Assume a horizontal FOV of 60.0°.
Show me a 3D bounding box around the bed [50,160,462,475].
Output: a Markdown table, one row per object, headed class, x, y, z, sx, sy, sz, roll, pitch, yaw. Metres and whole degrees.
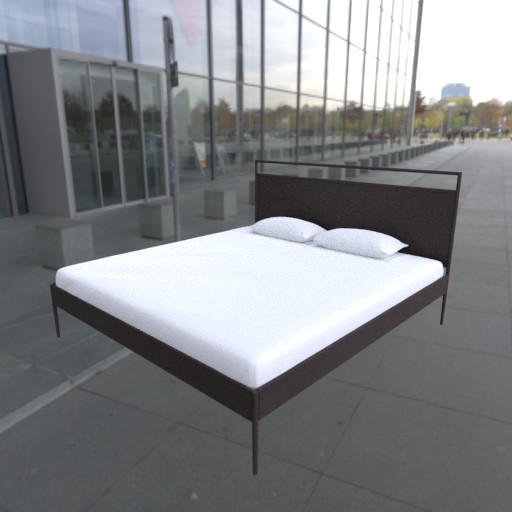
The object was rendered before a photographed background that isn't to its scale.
| class | x | y | z | sx | sy | sz | roll | pitch | yaw |
| --- | --- | --- | --- | --- | --- | --- | --- | --- | --- |
| bed | 0.000 | 0.000 | 3.189 | 1.993 | 1.173 | 2.151 | 14 | 21 | 41 |
